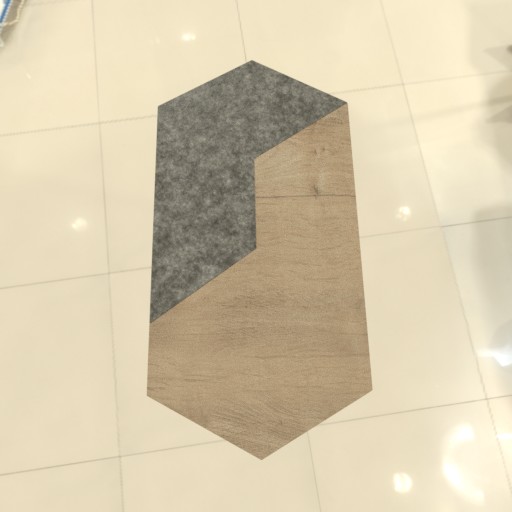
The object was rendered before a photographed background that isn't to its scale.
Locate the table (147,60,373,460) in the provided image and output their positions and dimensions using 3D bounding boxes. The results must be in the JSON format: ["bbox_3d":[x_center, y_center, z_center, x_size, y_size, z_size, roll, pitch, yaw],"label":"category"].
[{"bbox_3d":[0.000,0.000,1.528,0.609,0.457,1.219,-1,75,0],"label":"table"}]
